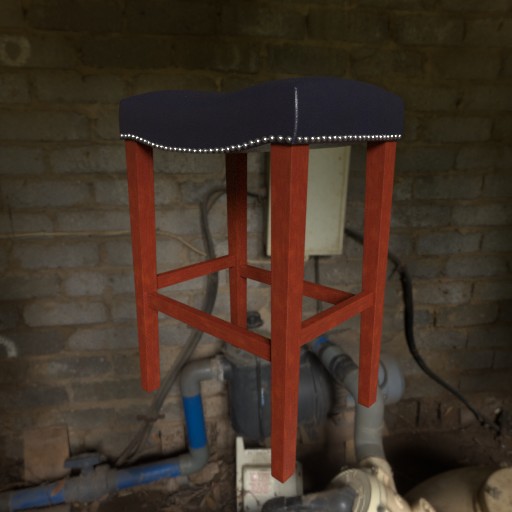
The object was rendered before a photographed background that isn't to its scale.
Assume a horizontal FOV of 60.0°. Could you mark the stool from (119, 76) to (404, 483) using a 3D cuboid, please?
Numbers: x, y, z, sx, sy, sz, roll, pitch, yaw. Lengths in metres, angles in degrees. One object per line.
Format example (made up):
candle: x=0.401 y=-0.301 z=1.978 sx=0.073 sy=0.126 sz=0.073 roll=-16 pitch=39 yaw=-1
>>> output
stool: x=0.000 y=0.000 z=1.030 sx=0.504 sy=0.742 sz=0.372 roll=14 pitch=21 yaw=41
